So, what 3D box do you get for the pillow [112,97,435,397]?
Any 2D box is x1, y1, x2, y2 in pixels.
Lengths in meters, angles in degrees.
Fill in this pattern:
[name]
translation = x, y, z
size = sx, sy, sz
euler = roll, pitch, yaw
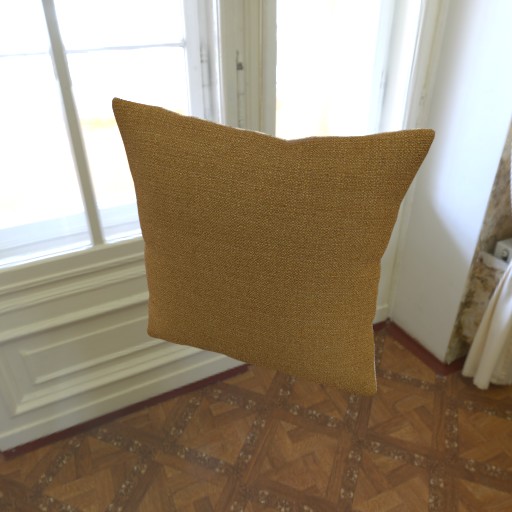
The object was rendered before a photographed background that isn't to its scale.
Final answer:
[pillow]
translation = 0.000, 0.000, 0.673
size = 0.432, 0.437, 0.147
euler = 10, 33, 17
